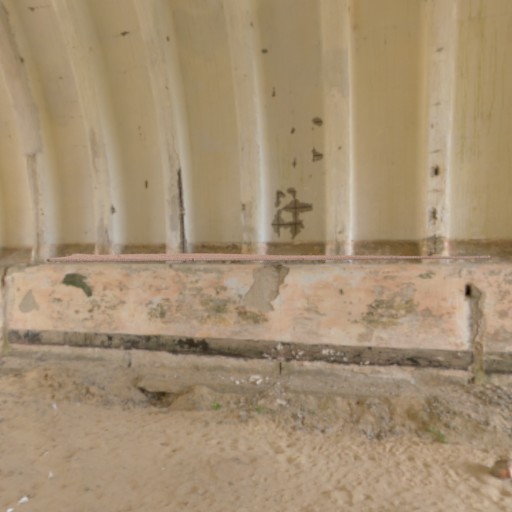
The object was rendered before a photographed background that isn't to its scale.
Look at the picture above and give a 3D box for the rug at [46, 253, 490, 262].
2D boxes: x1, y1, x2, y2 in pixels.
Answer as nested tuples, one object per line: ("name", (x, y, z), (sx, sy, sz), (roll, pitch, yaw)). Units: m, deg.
("rug", (0.000, 0.000, 2.291), (1.837, 0.025, 1.230), (0, 0, -19))
